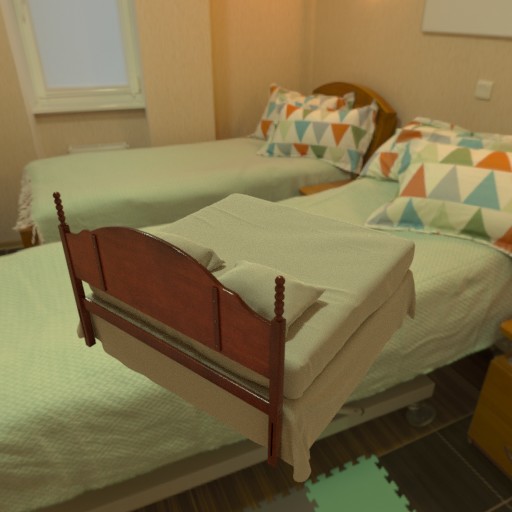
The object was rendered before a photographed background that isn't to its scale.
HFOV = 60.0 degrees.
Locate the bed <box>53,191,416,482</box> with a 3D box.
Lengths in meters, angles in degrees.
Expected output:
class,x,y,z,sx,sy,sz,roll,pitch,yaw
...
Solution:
class,x,y,z,sx,sy,sz,roll,pitch,yaw
bed,0.000,0.000,3.655,2.322,1.355,2.219,20,35,31
